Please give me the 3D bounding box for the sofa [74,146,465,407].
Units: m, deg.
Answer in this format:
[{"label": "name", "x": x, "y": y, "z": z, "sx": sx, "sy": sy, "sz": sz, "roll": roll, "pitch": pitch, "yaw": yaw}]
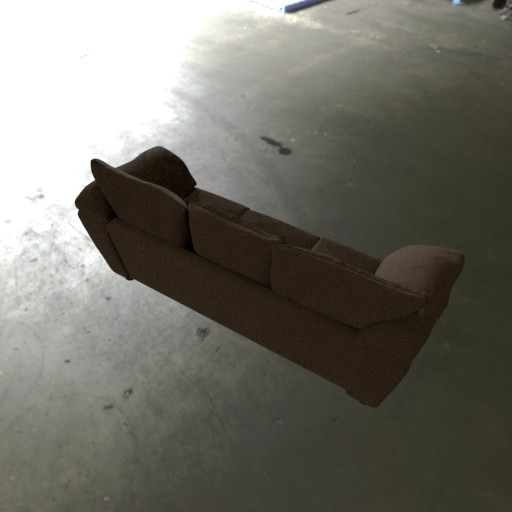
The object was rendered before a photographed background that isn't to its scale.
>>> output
[{"label": "sofa", "x": 0.000, "y": 0.000, "z": 2.899, "sx": 2.336, "sy": 1.015, "sz": 0.878, "roll": 24, "pitch": 51, "yaw": 21}]
